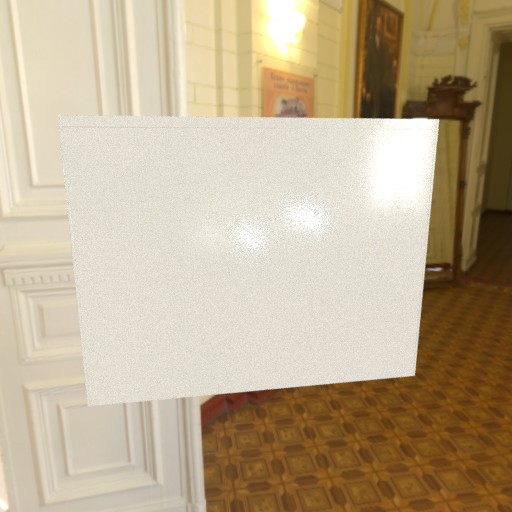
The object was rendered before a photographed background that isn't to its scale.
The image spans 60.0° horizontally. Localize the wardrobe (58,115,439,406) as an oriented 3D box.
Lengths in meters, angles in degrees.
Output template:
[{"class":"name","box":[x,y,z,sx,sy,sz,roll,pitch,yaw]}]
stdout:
[{"class":"wardrobe","box":[0.000,0.000,4.004,3.000,2.360,0.580,-2,14,-10]}]
